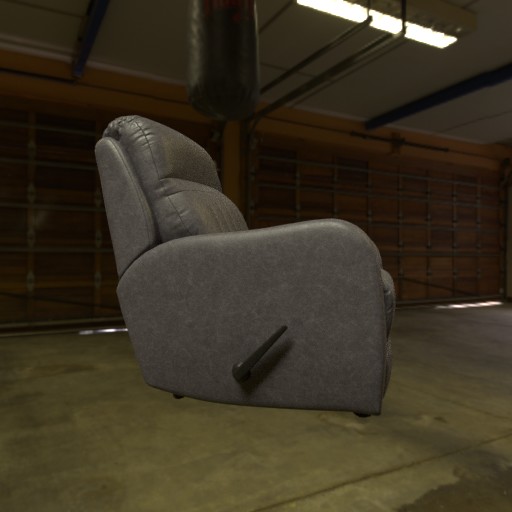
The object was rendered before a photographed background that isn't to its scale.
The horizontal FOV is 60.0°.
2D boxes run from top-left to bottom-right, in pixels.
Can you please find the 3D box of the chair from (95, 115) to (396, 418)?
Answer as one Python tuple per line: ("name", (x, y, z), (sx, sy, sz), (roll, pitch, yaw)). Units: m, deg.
("chair", (0.000, 0.000, 1.782), (1.067, 1.067, 0.865), (0, 0, 17))
